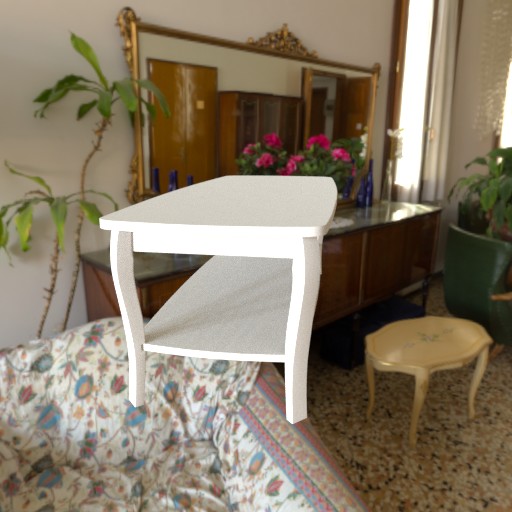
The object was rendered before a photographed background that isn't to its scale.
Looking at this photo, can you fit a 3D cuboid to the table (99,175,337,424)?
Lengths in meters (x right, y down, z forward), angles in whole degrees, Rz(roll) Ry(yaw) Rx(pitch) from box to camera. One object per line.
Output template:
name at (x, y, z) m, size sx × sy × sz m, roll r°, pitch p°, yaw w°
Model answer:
table at (0.000, 0.000, 1.611) m, size 0.561 × 0.474 × 1.334 m, roll 3°, pitch 15°, yaw 9°
